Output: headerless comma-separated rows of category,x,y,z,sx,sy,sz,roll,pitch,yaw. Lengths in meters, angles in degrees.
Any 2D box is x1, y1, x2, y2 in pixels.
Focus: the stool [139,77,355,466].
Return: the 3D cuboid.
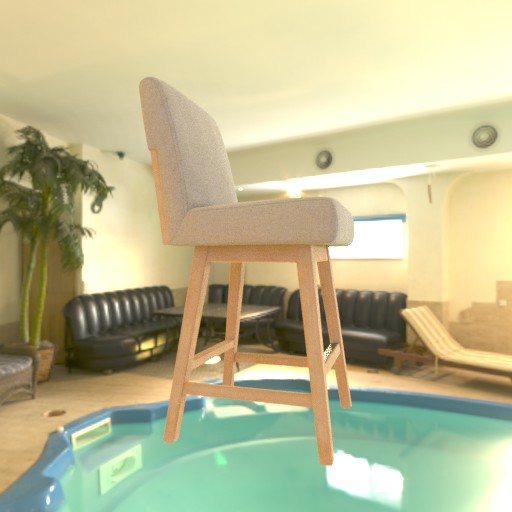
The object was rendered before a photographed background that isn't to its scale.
stool,0.000,0.000,1.448,0.606,1.085,0.507,0,0,18
